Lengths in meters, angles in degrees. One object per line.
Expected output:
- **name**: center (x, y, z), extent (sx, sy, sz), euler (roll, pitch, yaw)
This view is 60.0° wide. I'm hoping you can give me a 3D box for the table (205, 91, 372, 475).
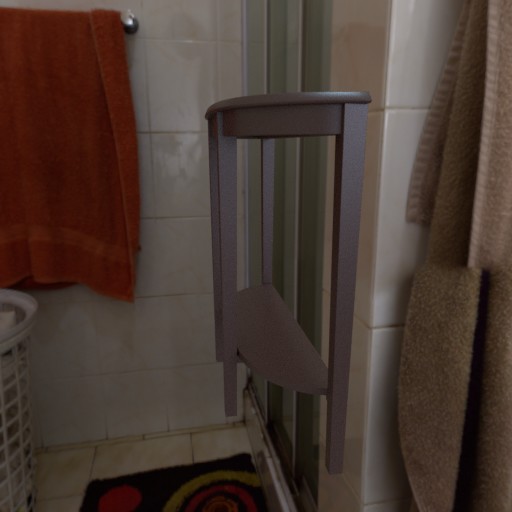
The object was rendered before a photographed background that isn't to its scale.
- **table**: center (0.000, 0.000, 1.312), extent (0.274, 0.831, 0.909), euler (-2, 14, -9)
